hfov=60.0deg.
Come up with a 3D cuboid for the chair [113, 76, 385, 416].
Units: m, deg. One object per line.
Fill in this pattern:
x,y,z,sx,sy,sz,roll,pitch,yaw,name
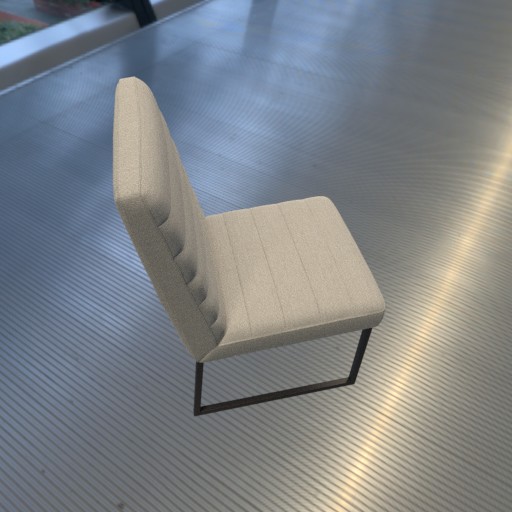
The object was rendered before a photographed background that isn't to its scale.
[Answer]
0.000,0.000,1.314,0.634,0.930,0.520,-9,46,-8,chair
